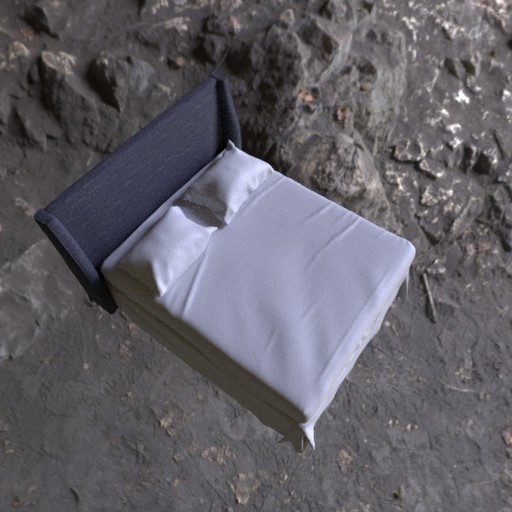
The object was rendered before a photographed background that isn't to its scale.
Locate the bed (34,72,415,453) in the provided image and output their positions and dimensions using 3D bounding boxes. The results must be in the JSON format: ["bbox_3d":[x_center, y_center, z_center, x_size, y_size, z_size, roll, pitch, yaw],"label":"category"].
[{"bbox_3d":[0.000,0.000,3.500,2.276,1.332,1.925,32,63,19],"label":"bed"}]
